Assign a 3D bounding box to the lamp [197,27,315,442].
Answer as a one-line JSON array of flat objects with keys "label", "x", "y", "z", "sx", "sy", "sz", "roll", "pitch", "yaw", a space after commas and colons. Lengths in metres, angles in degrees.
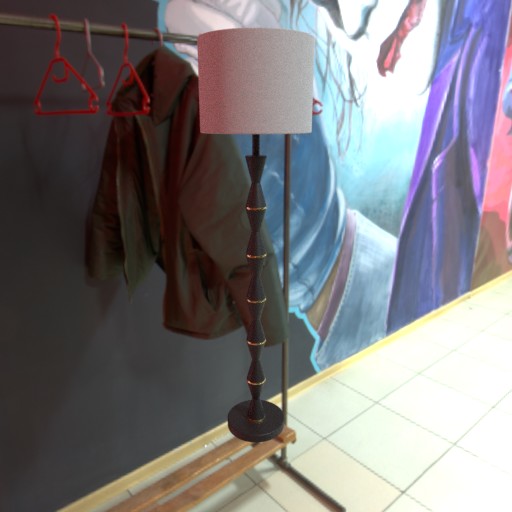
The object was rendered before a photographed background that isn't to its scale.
[{"label": "lamp", "x": 0.000, "y": 0.000, "z": 1.661, "sx": 0.381, "sy": 1.480, "sz": 0.381, "roll": -2, "pitch": 17, "yaw": -8}]
